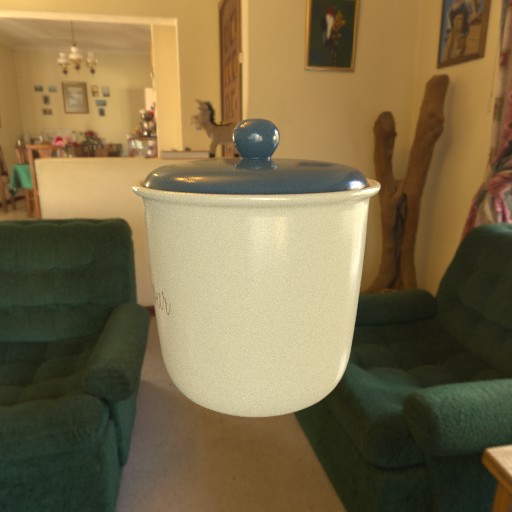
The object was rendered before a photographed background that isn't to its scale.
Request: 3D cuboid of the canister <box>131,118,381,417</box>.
[{"bbox_3d":[0.000,0.000,0.350,0.182,0.208,0.182,0,15,0],"label":"canister"}]
